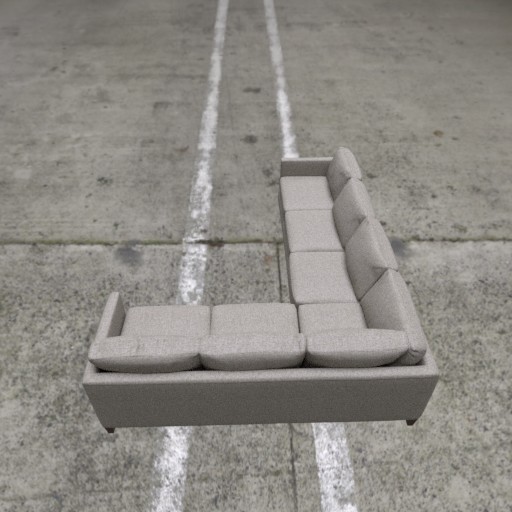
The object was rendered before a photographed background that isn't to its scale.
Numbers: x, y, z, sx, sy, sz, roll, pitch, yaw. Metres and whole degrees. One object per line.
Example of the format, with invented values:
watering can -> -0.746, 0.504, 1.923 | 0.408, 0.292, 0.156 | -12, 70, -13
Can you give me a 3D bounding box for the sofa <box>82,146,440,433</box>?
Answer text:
sofa -> 0.000, 0.000, 4.520 | 2.593, 0.947, 3.302 | -1, 40, -1
